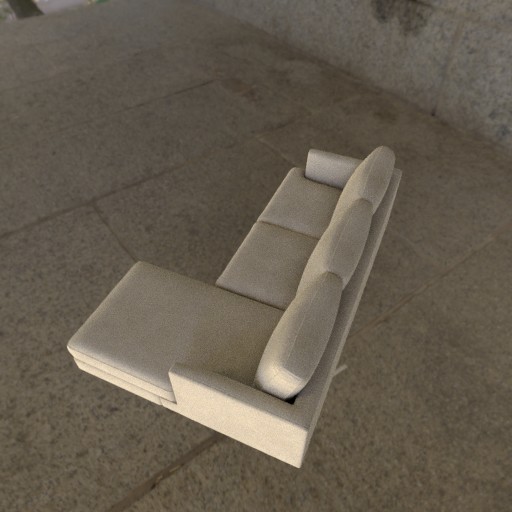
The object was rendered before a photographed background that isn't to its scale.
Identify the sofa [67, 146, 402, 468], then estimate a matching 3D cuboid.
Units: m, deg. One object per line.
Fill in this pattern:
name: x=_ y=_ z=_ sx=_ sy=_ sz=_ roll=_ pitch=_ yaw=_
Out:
sofa: x=0.000 y=0.000 z=3.092 sx=1.504 sy=0.956 sz=2.233 roll=18 pitch=49 yaw=16
